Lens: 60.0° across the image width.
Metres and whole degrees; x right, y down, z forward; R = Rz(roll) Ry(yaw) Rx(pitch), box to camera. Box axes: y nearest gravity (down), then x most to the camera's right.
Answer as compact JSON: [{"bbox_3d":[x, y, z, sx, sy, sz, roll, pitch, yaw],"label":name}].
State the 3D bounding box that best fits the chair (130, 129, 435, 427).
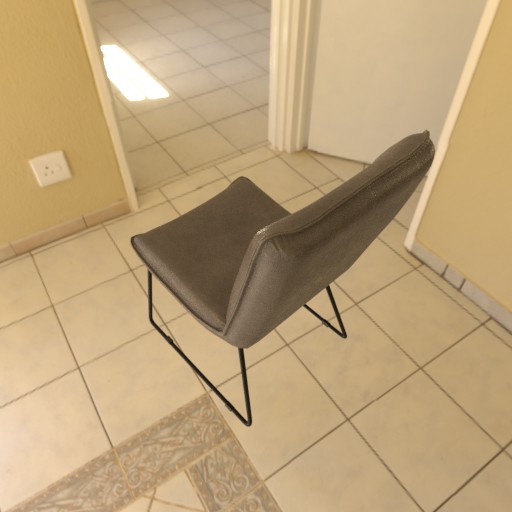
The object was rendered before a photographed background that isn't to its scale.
[{"bbox_3d":[0.000,0.000,1.343,0.515,0.932,0.688,-34,56,-28],"label":"chair"}]
